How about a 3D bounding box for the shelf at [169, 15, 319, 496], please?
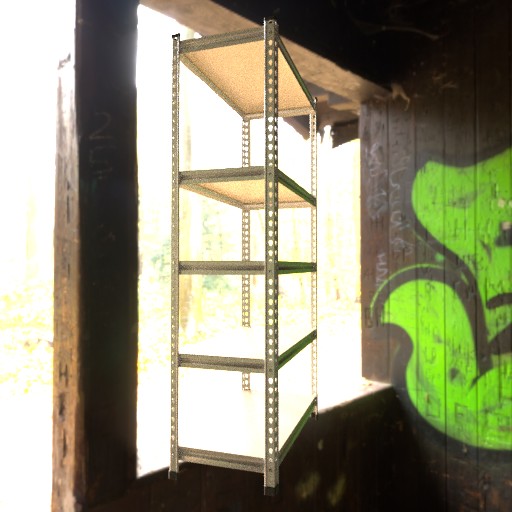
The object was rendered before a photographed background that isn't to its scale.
[{"bbox_3d":[0.000,0.000,2.187,0.457,1.829,0.914,0,-1,18],"label":"shelf"}]
